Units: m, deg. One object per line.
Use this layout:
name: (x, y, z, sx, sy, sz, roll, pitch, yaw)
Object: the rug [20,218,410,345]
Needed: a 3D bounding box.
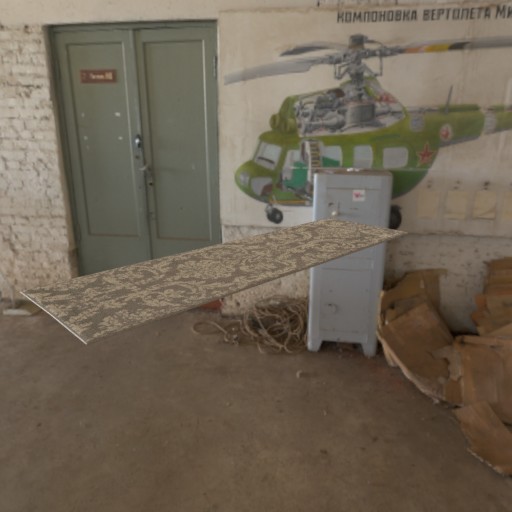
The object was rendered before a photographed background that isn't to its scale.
rug: (0.000, 0.000, 2.416, 2.196, 0.011, 0.662, -16, 23, -42)
